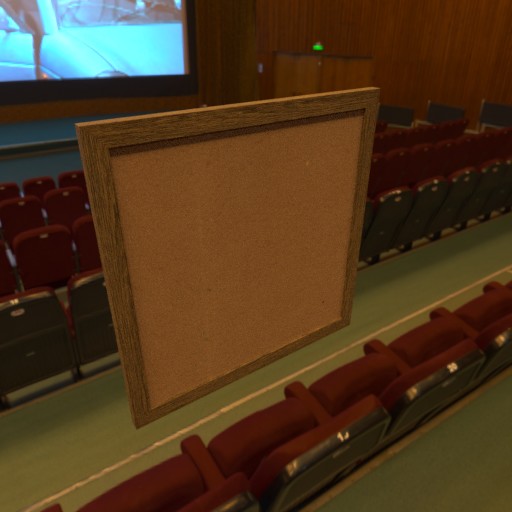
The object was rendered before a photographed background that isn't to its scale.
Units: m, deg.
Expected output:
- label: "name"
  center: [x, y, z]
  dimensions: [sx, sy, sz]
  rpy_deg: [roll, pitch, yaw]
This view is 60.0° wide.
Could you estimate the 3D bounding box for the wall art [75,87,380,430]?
- label: "wall art"
  center: [0.000, 0.000, 0.765]
  dimensions: [0.508, 0.508, 0.019]
  rpy_deg: [-19, 34, -30]
